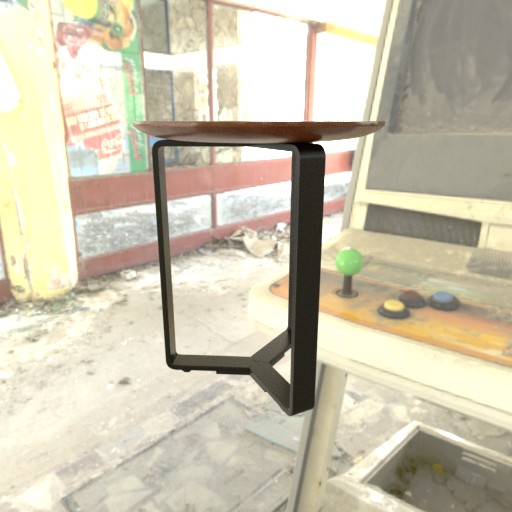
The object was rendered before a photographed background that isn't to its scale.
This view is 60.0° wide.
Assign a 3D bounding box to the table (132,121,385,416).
[{"bbox_3d":[0.000,0.000,0.773,0.380,0.450,0.410,-8,19,-25],"label":"table"}]
